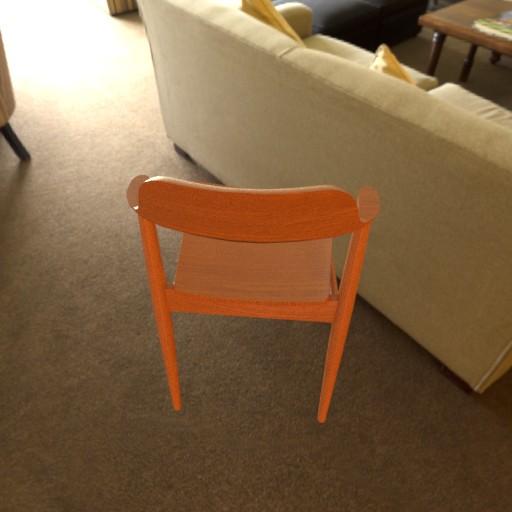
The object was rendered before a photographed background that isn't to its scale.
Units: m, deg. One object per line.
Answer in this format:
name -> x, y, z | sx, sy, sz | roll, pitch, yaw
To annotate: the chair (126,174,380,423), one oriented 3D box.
chair -> 0.000, 0.000, 1.137 | 0.496, 0.801, 0.499 | 4, 47, 3
